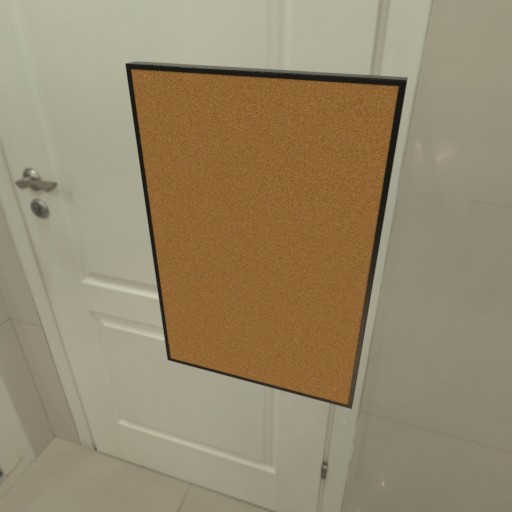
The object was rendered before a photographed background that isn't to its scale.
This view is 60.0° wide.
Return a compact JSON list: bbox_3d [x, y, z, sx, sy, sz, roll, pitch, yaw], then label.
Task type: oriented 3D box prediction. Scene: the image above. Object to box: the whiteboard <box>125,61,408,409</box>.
[{"bbox_3d":[0.000,0.000,0.777,0.406,0.611,0.026,10,33,16],"label":"whiteboard"}]
